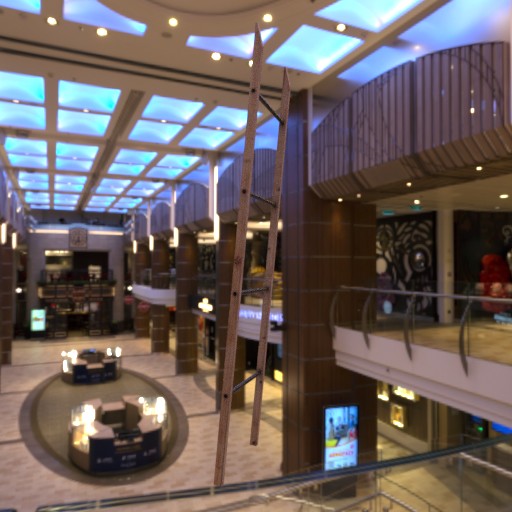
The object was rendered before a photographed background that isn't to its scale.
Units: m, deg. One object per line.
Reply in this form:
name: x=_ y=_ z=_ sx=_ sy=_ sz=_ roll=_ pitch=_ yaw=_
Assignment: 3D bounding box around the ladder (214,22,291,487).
ladder: x=0.000 y=0.000 z=1.928 sx=0.200 sy=1.805 sz=0.442 roll=0 pitch=-1 yaw=19
